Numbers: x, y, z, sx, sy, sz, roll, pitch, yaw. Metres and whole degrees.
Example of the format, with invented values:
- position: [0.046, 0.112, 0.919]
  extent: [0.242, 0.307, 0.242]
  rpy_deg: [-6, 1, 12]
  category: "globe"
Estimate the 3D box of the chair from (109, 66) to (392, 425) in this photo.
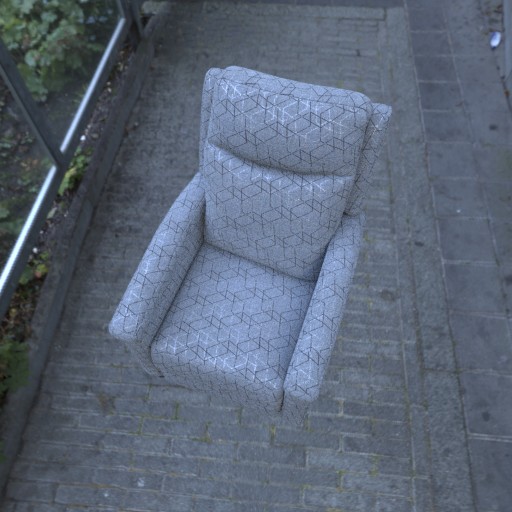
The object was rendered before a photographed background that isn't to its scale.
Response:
- position: [0.000, 0.000, 1.724]
  extent: [0.753, 1.048, 0.987]
  rpy_deg: [16, 60, 9]
  category: "chair"
